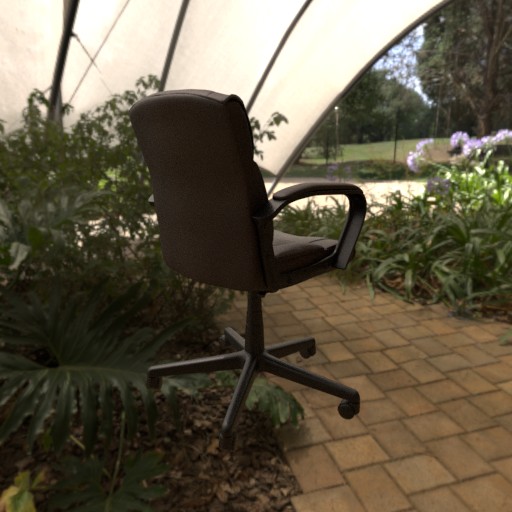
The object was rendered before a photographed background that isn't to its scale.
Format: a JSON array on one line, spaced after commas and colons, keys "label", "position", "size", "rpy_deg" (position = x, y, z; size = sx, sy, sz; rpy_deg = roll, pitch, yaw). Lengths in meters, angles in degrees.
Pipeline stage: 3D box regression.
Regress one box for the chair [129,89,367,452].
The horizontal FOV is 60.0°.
[{"label": "chair", "position": [0.000, 0.000, 1.501], "size": [0.739, 1.004, 0.717], "rpy_deg": [13, 19, 43]}]
